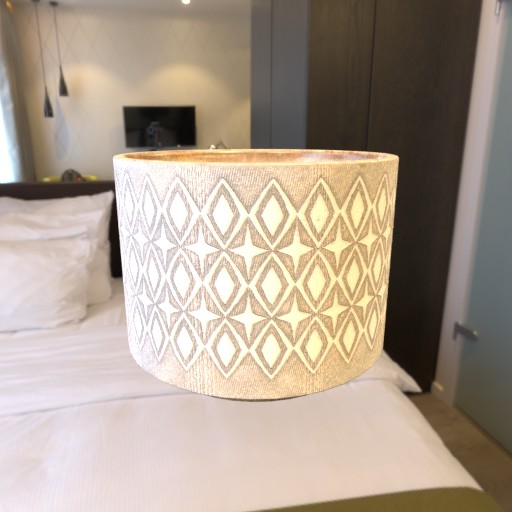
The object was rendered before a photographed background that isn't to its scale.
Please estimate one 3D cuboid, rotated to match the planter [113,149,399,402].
[{"bbox_3d":[0.000,0.000,0.321,0.186,0.144,0.186,0,16,0],"label":"planter"}]
